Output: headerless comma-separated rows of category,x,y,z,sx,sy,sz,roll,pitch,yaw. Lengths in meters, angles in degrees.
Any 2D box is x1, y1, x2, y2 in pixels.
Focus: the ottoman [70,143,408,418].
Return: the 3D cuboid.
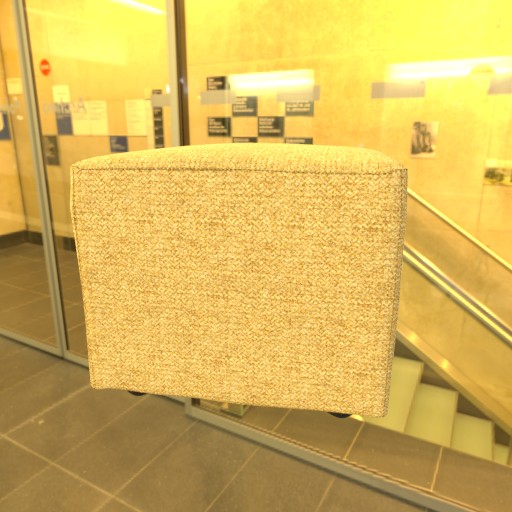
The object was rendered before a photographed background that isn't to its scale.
ottoman,0.000,0.000,0.903,0.505,0.441,0.512,3,16,10
